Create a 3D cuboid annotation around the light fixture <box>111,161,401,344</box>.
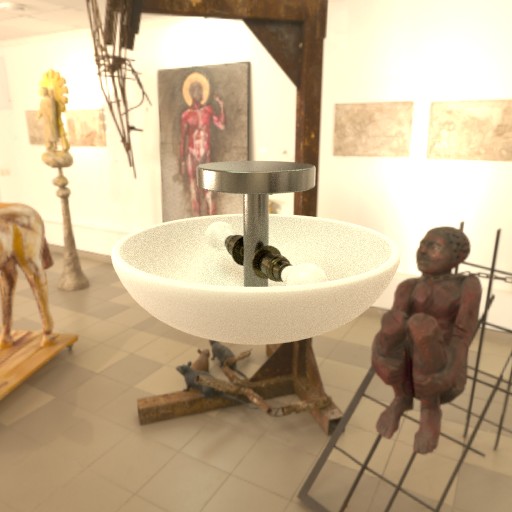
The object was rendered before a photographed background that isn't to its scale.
[{"bbox_3d":[0.000,0.000,0.534,0.330,0.214,0.330,0,17,0],"label":"light fixture"}]
